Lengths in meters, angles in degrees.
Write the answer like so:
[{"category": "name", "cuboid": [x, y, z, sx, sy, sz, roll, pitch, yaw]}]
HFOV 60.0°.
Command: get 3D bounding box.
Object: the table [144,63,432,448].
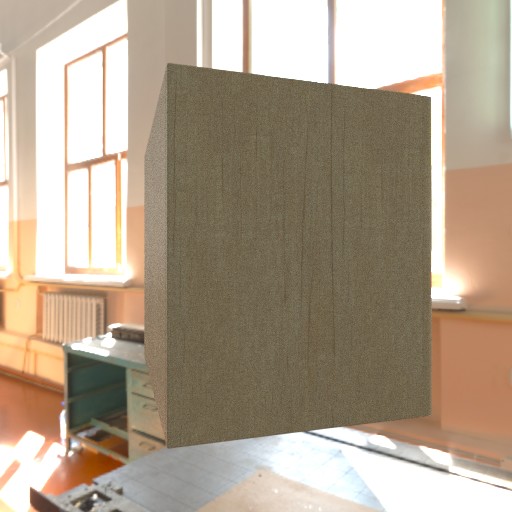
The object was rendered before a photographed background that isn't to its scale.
[{"category": "table", "cuboid": [0.000, 0.000, 0.917, 0.420, 0.510, 0.570, 0, 0, -17]}]
